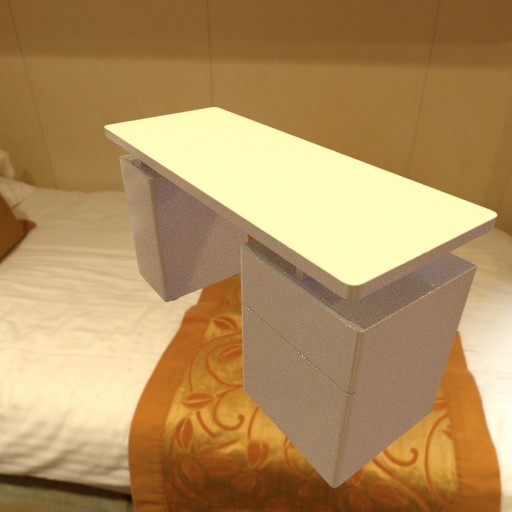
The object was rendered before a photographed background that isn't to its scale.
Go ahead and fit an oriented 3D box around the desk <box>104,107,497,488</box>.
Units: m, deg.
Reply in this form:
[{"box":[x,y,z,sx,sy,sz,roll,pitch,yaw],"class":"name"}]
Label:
[{"box":[0.000,0.000,1.689,0.550,0.762,1.400,-21,38,-30],"class":"desk"}]
